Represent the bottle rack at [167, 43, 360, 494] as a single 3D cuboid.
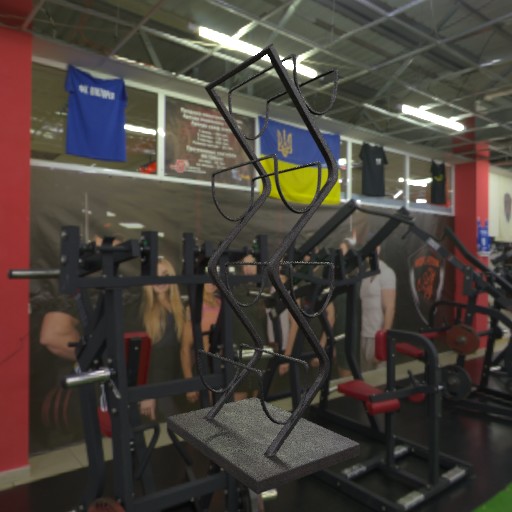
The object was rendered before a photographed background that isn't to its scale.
[{"bbox_3d":[0.000,0.000,0.673,0.178,0.559,0.254,0,0,-36],"label":"bottle rack"}]
